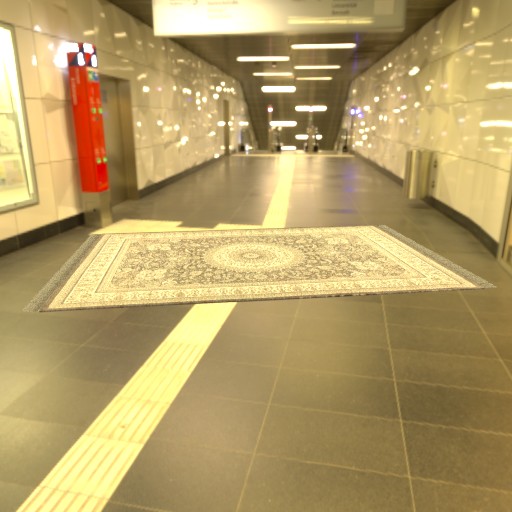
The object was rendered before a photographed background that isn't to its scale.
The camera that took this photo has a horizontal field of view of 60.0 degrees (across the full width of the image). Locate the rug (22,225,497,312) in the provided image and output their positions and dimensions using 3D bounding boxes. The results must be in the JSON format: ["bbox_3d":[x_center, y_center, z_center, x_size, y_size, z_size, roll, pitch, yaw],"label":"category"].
[{"bbox_3d":[0.000,0.000,4.153,3.422,0.015,2.143,-2,17,-7],"label":"rug"}]
